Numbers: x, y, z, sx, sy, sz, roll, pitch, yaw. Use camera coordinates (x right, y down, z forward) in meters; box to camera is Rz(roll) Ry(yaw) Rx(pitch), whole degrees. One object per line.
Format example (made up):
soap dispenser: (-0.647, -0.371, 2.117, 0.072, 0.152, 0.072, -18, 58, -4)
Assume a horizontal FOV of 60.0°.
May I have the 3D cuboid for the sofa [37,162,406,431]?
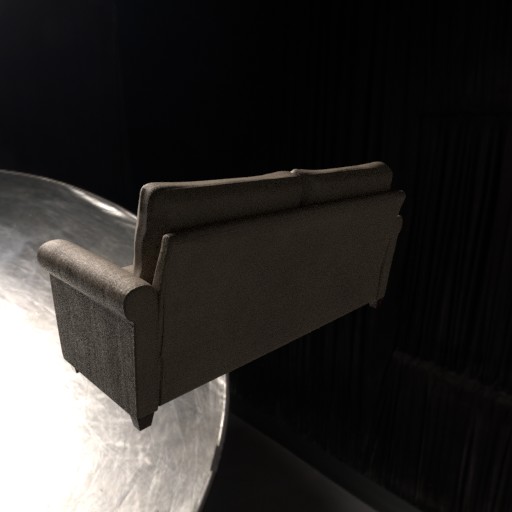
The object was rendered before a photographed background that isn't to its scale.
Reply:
sofa: (0.000, 0.000, 2.378, 0.842, 0.942, 1.935, 15, 22, 43)
